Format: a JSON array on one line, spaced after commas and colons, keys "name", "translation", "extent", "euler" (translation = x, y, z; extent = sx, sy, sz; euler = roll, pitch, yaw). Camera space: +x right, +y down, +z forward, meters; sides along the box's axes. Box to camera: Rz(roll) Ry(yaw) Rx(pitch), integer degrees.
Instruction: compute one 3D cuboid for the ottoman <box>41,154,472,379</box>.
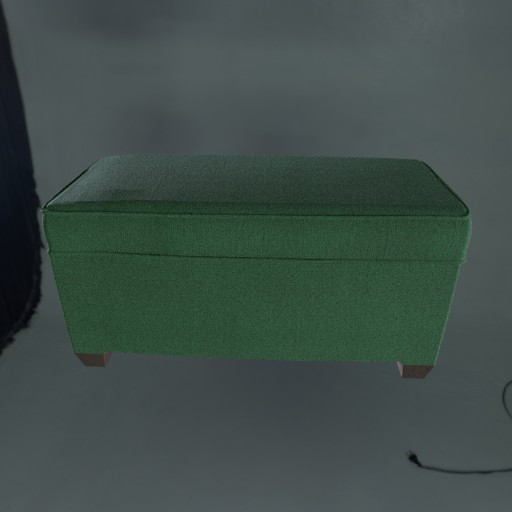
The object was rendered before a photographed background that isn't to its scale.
[{"name": "ottoman", "translation": [0.000, 0.000, 1.227], "extent": [0.957, 0.471, 0.483], "euler": [1, 29, 3]}]
